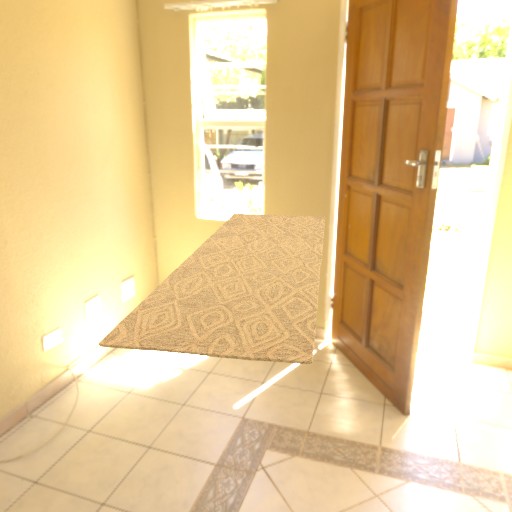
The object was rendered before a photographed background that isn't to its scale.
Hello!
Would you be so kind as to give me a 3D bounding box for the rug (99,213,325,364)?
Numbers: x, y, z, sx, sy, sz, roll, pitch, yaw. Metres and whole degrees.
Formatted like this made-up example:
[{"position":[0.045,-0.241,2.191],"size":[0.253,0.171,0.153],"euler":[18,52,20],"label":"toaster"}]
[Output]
[{"position":[0.000,0.000,2.735],"size":[0.807,0.013,2.436],"euler":[3,17,9],"label":"rug"}]
